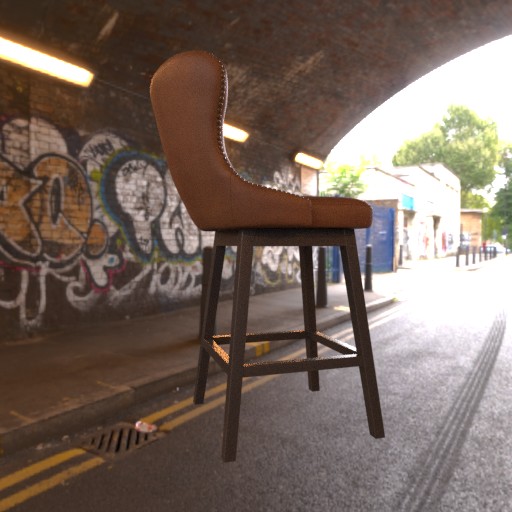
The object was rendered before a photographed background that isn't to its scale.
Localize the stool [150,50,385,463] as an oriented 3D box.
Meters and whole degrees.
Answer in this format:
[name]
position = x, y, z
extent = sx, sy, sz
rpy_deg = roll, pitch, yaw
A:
[stool]
position = 0.000, 0.000, 1.289
extent = 0.593, 0.971, 0.528
rpy_deg = -1, 2, -18
